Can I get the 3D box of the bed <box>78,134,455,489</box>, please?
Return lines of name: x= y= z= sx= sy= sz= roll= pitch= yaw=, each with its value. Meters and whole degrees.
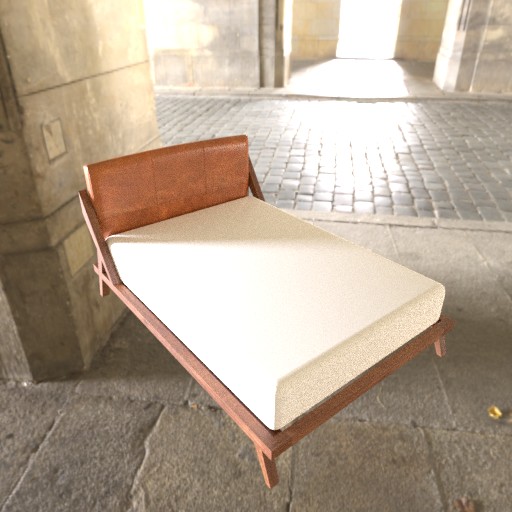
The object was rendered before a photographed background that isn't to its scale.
bed: x=0.000 y=0.000 z=3.236 sx=1.651 sy=1.168 sz=2.311 roll=-21 pitch=35 yaw=-33
